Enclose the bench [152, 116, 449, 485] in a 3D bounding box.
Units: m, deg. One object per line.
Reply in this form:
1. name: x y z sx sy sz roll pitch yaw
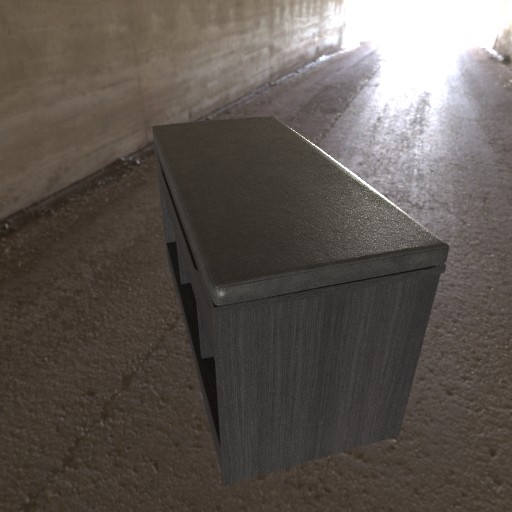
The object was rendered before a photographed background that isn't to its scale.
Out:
1. bench: 0.000 0.000 1.174 0.401 0.501 0.905 -9 32 -14
